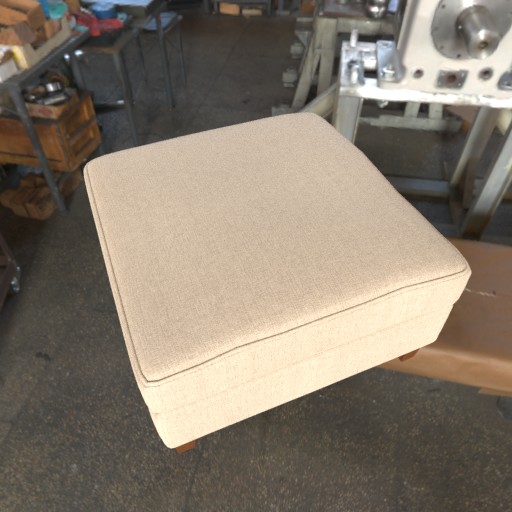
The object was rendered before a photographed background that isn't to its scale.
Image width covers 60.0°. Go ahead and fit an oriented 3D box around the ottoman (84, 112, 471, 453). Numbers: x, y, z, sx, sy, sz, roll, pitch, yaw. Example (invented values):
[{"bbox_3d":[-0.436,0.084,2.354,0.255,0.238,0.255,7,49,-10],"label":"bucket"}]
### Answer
[{"bbox_3d":[0.000,0.000,1.357,0.838,0.503,0.838,-17,49,-15],"label":"ottoman"}]
